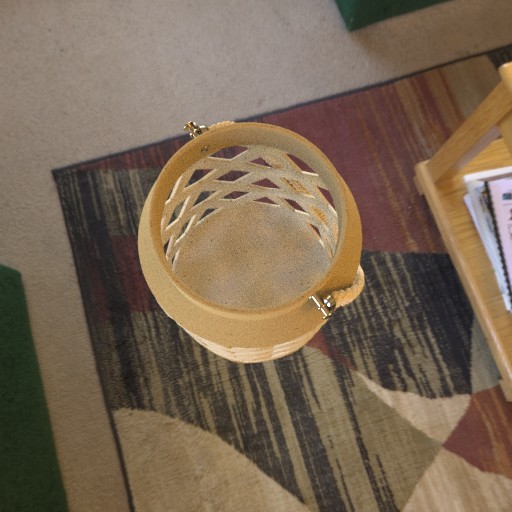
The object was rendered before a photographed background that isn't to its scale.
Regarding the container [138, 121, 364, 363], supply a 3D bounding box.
[{"bbox_3d":[0.000,0.000,0.349,0.172,0.229,0.163,-34,80,-7],"label":"container"}]
